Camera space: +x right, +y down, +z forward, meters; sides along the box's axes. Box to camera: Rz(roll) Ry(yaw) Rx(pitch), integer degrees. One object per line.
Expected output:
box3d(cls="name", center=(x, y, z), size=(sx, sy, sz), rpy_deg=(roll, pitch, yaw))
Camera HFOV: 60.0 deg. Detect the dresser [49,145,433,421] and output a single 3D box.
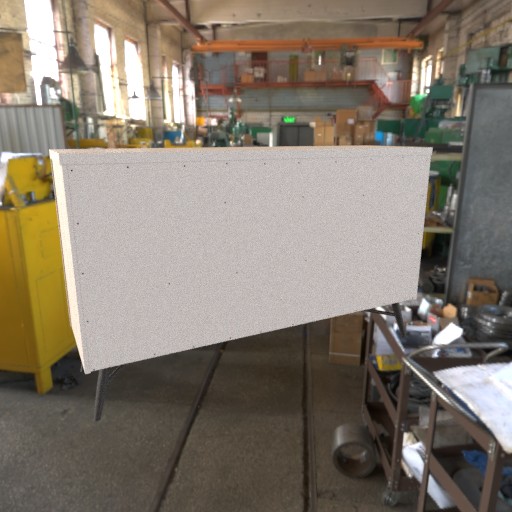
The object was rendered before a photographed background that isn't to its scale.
box3d(cls="dresser", center=(0.000, 0.000, 1.936), size=(1.524, 0.914, 0.457), rpy_deg=(-8, 17, -26))
